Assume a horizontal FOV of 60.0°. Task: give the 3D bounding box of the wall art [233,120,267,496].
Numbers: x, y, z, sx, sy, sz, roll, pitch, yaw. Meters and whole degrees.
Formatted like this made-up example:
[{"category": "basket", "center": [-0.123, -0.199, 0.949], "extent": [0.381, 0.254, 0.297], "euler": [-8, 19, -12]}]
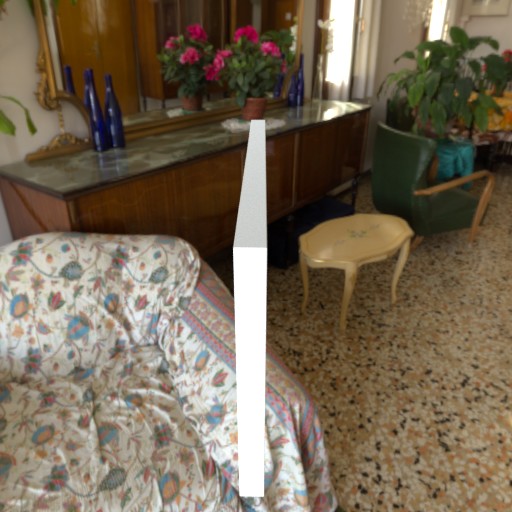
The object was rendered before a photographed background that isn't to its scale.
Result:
[{"category": "wall art", "center": [0.000, 0.000, 0.957], "extent": [0.038, 0.431, 0.812], "euler": [0, 27, 1]}]
